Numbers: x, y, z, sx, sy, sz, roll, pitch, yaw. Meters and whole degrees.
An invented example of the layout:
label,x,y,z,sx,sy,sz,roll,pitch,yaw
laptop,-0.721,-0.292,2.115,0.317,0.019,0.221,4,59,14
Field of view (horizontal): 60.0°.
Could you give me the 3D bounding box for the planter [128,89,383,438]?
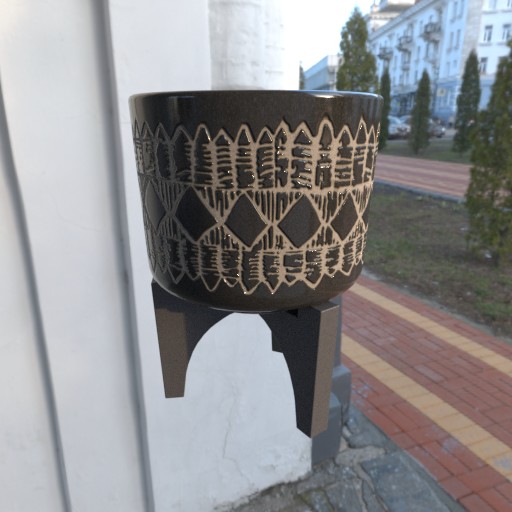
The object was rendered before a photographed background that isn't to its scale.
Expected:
label,x,y,z,sx,sy,sz,roll,pitch,yaw
planter,0.000,0.000,0.390,0.196,0.264,0.196,-2,17,-7
